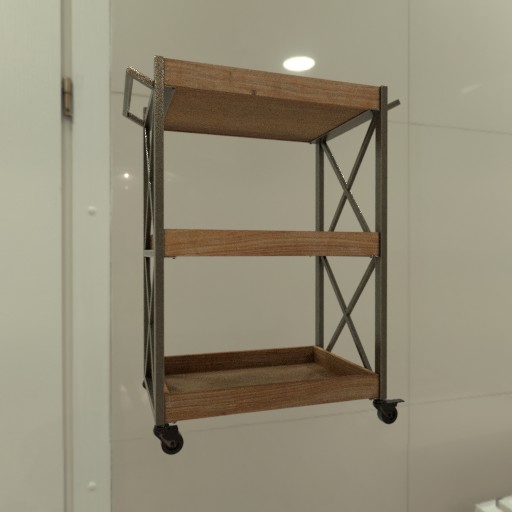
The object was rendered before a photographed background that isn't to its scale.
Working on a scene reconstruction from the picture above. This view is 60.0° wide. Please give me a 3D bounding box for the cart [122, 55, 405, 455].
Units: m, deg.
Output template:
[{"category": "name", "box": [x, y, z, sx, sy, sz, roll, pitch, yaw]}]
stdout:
[{"category": "cart", "box": [0.000, 0.000, 1.180, 0.673, 0.835, 0.377, 0, 1, -18]}]
